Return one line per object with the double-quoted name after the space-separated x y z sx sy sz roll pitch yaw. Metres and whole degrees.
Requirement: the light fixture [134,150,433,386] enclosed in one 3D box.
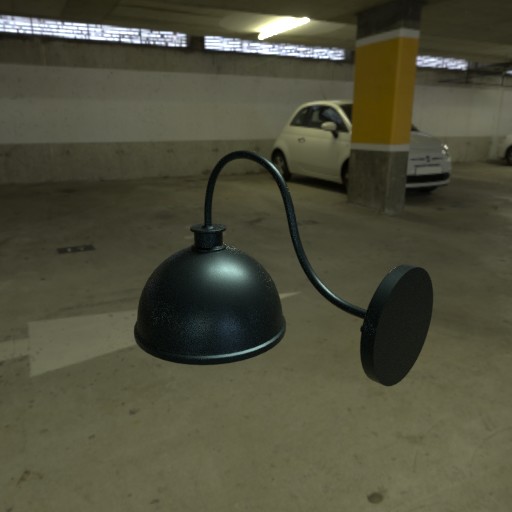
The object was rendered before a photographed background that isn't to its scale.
0.000 0.000 0.638 0.467 0.295 0.253 16 22 43 "light fixture"
